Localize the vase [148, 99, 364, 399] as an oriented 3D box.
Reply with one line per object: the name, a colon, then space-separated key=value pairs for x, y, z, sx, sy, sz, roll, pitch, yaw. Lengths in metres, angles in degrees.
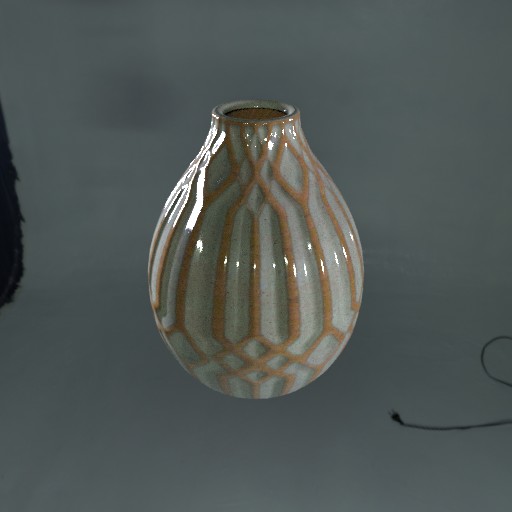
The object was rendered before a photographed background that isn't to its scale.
vase: x=0.000 y=0.000 z=0.269 sx=0.131 sy=0.175 sz=0.131 roll=0 pitch=32 yaw=0
